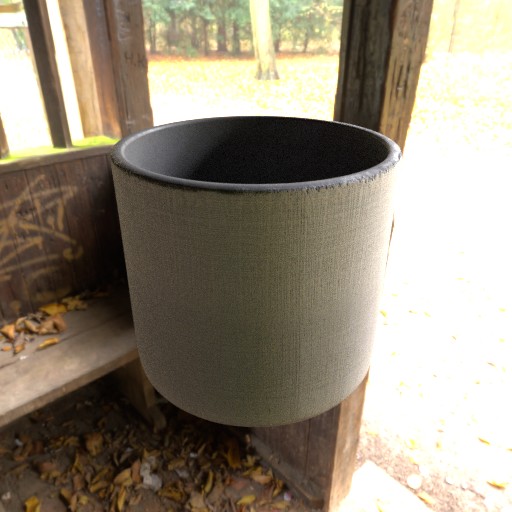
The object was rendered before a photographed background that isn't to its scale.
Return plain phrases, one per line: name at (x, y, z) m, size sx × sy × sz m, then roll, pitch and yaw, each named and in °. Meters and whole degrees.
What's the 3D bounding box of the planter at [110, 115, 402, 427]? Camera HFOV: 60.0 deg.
planter at (0.000, 0.000, 0.388) m, size 0.221 × 0.201 × 0.221 m, roll 0°, pitch 28°, yaw 0°
